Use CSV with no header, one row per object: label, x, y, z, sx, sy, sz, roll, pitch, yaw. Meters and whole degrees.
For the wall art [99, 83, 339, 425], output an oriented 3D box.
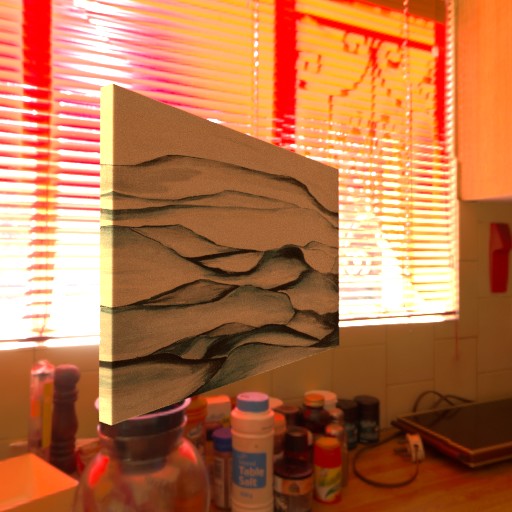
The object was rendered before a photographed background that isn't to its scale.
wall art,0.000,0.000,1.165,0.039,0.609,0.914,-1,-1,36
